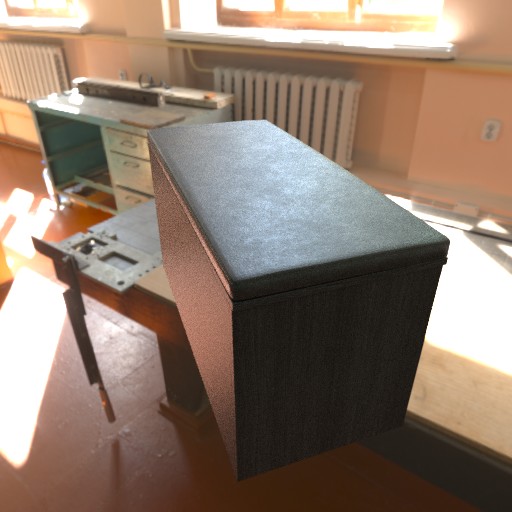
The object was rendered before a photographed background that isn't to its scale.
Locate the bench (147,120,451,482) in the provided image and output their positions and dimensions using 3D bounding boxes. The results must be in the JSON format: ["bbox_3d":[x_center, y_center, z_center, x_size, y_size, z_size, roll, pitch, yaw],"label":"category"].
[{"bbox_3d":[0.000,0.000,1.197,0.401,0.501,0.905,-10,32,-17],"label":"bench"}]
